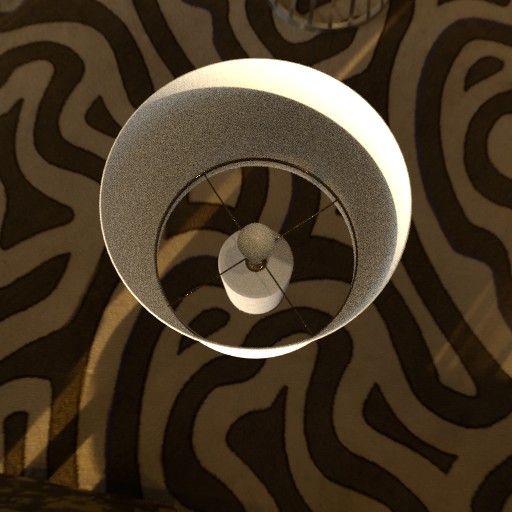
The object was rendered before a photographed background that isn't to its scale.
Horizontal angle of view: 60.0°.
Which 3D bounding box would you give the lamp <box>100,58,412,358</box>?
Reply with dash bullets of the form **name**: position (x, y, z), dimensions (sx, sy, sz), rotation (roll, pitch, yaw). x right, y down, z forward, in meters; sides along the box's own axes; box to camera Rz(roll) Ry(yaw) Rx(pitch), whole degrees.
- **lamp**: position (0.000, 0.000, 0.509), dimensions (0.229, 0.380, 0.229), rotation (0, 76, 0)
